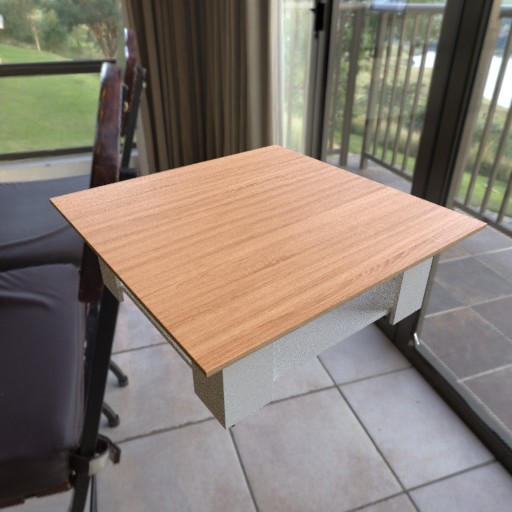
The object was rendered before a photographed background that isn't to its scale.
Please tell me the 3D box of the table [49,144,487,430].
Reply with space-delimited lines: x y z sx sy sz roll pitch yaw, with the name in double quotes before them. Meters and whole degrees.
"table" 0.000 0.000 1.345 0.890 0.305 0.890 -22 37 -31
